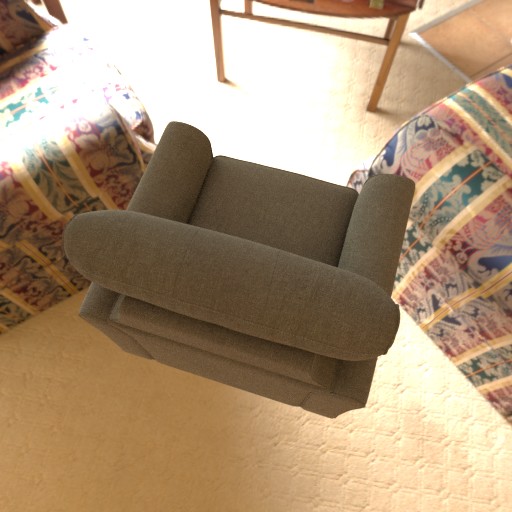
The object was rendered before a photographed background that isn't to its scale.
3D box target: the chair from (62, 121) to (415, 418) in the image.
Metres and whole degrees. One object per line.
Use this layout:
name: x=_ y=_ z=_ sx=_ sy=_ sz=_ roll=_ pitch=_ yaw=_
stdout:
chair: x=0.000 y=0.000 z=1.563 sx=0.941 sy=0.890 sz=0.816 roll=16 pitch=66 yaw=7
